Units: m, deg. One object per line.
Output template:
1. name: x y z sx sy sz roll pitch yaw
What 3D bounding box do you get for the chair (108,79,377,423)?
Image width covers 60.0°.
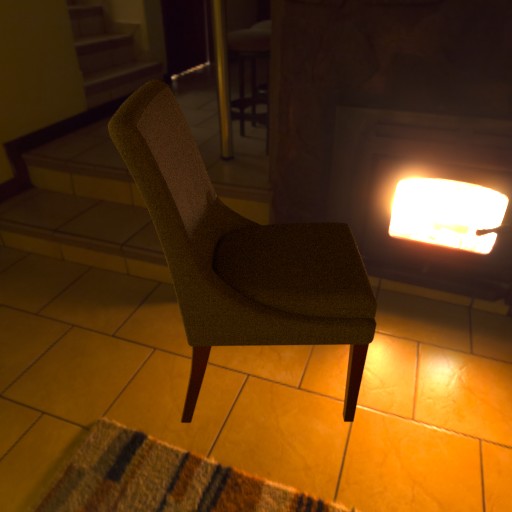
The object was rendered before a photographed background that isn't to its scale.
1. chair: 0.000 0.000 1.363 0.655 0.952 0.508 0 33 0
